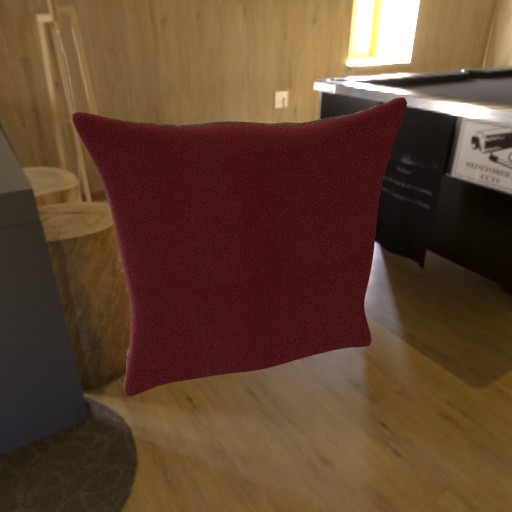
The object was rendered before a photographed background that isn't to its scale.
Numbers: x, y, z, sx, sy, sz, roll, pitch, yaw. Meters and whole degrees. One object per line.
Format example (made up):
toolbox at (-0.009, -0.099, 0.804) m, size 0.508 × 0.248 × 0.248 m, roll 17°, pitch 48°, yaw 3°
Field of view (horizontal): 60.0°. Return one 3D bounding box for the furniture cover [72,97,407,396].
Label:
furniture cover at (0.000, 0.000, 0.776) m, size 0.514 × 0.513 × 0.163 m, roll -8°, pitch 29°, yaw -15°
